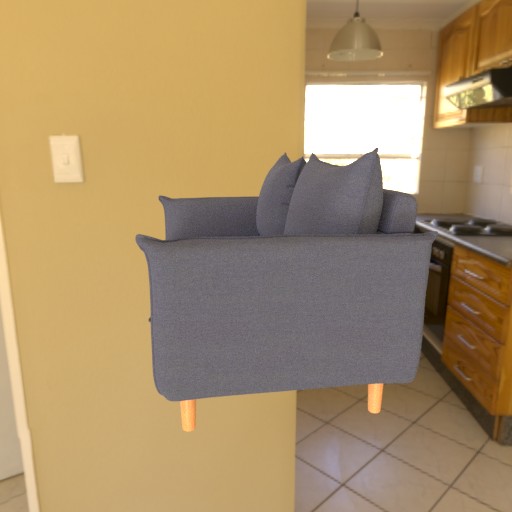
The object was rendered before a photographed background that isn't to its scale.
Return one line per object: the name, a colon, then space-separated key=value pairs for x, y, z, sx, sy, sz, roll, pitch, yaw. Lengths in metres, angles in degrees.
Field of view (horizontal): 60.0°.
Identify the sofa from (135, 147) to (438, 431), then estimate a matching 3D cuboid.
sofa: x=0.000 y=0.000 z=1.811 sx=0.820 sy=0.840 sz=1.300 roll=-2 pitch=13 yaw=-9
